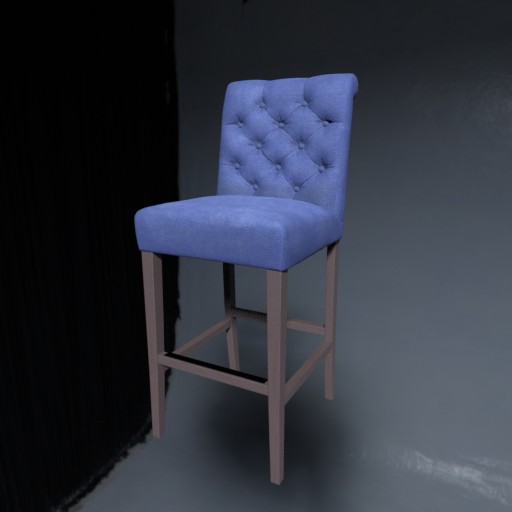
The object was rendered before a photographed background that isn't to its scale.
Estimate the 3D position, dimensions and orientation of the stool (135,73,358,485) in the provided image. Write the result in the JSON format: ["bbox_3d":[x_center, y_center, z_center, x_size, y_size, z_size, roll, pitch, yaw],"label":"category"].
[{"bbox_3d":[0.000,0.000,1.439,0.493,1.140,0.601,8,16,27],"label":"stool"}]
